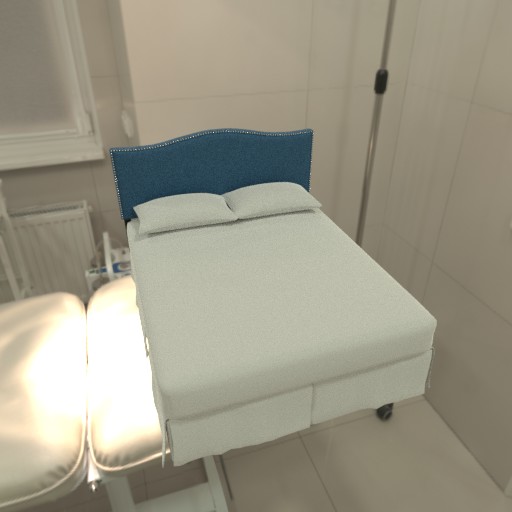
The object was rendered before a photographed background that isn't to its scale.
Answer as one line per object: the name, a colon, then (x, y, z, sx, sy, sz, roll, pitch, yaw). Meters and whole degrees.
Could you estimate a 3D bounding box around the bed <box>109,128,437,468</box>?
bed: (0.000, 0.000, 2.885, 1.610, 1.169, 1.872, -10, 33, -16)
